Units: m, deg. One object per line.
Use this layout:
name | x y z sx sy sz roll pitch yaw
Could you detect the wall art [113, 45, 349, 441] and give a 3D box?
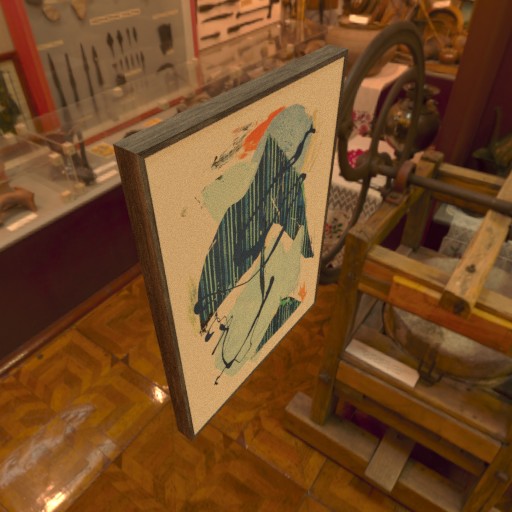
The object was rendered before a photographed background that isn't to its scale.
wall art | 0.000 0.000 1.335 0.063 1.016 0.762 26 47 27
